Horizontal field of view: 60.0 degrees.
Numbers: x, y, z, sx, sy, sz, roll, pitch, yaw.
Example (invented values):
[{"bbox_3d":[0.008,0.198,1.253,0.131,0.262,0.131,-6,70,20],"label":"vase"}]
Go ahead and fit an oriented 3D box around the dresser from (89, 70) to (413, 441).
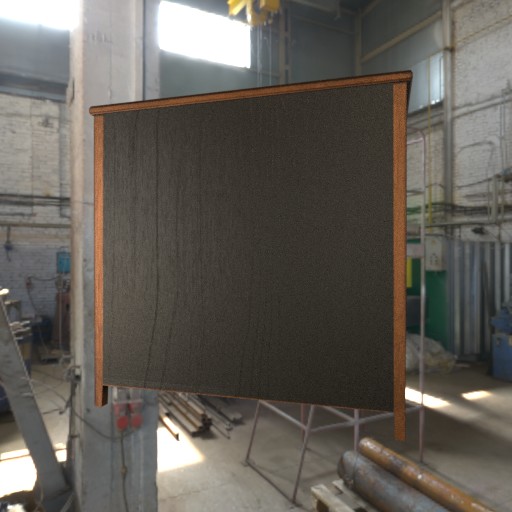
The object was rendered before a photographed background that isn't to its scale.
[{"bbox_3d":[0.000,0.000,1.914,1.250,1.224,0.591,0,0,17],"label":"dresser"}]
